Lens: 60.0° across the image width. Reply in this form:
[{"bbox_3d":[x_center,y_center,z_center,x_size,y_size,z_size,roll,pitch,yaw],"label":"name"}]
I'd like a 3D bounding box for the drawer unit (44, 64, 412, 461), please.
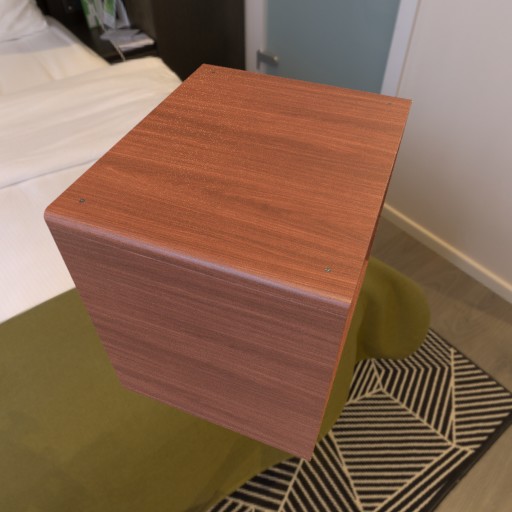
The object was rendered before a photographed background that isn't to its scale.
[{"bbox_3d":[0.000,0.000,0.612,0.290,0.351,0.349,16,49,14],"label":"drawer unit"}]
